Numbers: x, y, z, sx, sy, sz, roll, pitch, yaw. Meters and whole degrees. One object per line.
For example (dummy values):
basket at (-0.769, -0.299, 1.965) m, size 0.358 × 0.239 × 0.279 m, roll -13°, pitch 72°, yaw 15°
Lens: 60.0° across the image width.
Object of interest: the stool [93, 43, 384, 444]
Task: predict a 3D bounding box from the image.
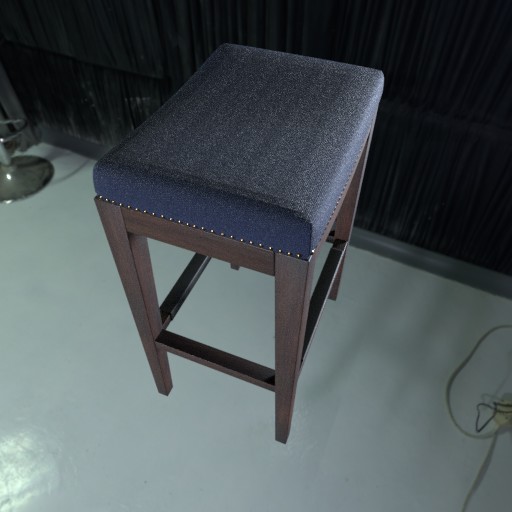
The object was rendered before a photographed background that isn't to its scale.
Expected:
stool at (0.000, 0.000, 1.016) m, size 0.358 × 0.740 × 0.498 m, roll 17°, pitch 50°, yaw 14°
